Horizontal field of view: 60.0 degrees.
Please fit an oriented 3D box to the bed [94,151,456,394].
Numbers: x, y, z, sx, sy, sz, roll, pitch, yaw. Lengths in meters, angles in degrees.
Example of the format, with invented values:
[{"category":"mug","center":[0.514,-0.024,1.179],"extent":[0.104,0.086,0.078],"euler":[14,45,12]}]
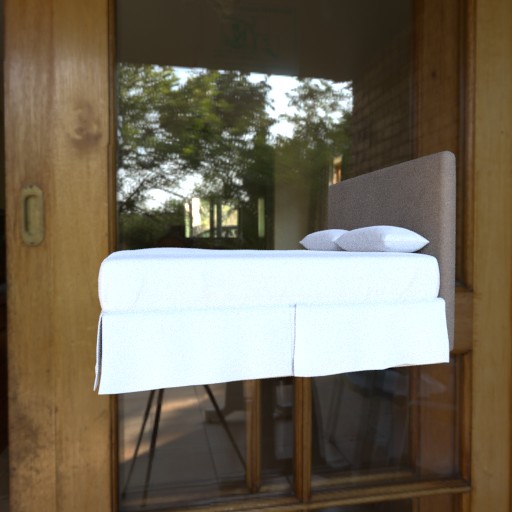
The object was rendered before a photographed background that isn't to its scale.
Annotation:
[{"category":"bed","center":[0.000,0.000,3.203],"extent":[2.142,1.330,1.723],"euler":[0,1,-16]}]
